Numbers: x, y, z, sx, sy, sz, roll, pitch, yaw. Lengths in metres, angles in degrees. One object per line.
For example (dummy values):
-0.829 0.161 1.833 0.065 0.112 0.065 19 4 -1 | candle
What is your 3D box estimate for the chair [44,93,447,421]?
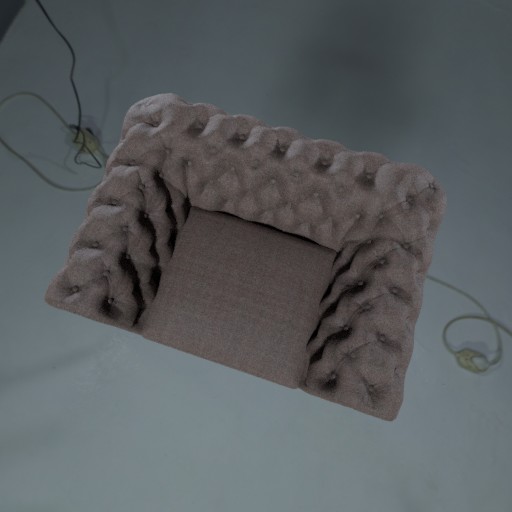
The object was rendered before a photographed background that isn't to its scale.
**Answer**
0.000 0.000 1.894 1.298 0.780 0.945 18 76 5 | chair
